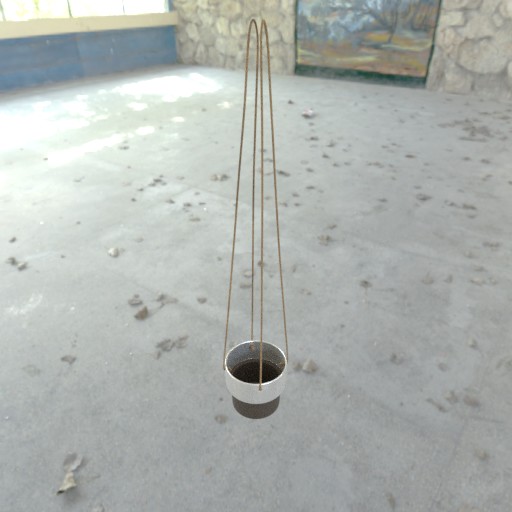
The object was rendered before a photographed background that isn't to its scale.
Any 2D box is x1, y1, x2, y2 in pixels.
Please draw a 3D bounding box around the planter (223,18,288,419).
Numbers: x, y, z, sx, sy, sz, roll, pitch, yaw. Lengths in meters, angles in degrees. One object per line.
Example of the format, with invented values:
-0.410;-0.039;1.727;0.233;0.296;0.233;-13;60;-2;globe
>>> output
0.000;0.000;1.136;0.187;1.073;0.187;21;37;31;planter
